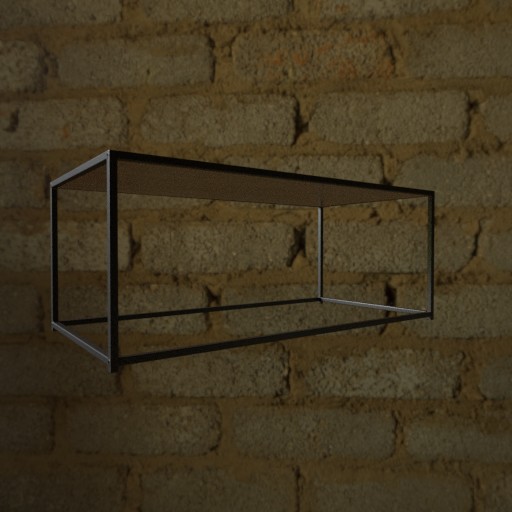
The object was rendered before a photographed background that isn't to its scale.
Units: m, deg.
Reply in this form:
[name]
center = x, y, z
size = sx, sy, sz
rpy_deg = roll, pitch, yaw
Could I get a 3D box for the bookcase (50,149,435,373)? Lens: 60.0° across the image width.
[bookcase]
center = 0.000, 0.000, 1.281
size = 1.000, 0.400, 0.500
rpy_deg = -1, 1, -36
